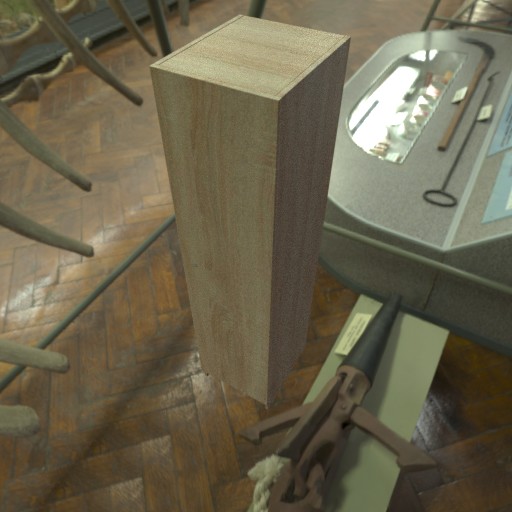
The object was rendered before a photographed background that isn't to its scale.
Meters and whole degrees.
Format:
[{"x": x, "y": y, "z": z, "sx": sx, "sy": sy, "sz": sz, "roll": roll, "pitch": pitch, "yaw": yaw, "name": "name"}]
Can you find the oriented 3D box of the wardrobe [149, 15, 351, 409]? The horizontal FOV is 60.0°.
[{"x": 0.000, "y": 0.000, "z": 2.347, "sx": 0.496, "sy": 2.117, "sz": 0.588, "roll": 22, "pitch": 50, "yaw": 20, "name": "wardrobe"}]
